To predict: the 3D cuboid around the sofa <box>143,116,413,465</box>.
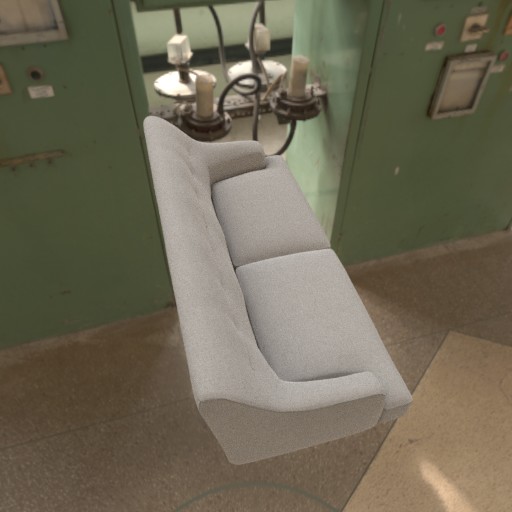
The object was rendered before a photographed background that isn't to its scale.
[{"bbox_3d":[0.000,0.000,2.565,0.978,0.871,2.057,-11,48,-10],"label":"sofa"}]
